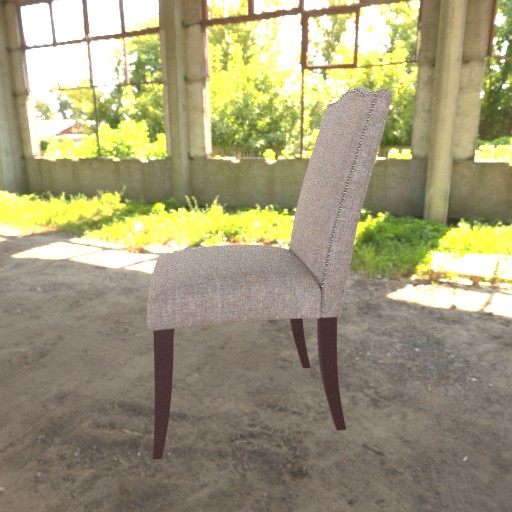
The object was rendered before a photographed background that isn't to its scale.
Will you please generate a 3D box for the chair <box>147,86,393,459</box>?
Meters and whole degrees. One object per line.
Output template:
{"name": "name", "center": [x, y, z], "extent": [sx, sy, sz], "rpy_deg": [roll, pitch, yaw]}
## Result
{"name": "chair", "center": [0.000, 0.000, 1.400], "extent": [0.660, 1.016, 0.513], "rpy_deg": [-2, 14, -9]}
